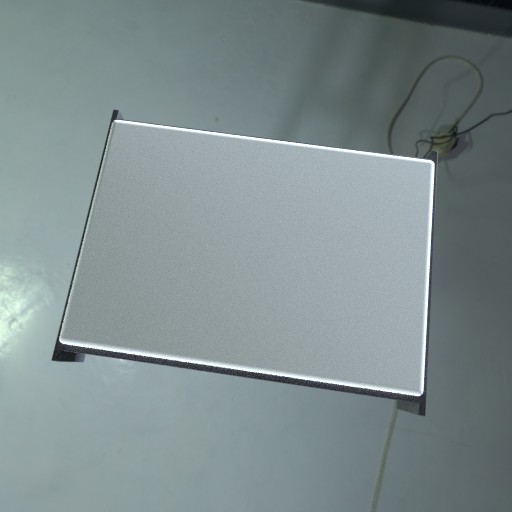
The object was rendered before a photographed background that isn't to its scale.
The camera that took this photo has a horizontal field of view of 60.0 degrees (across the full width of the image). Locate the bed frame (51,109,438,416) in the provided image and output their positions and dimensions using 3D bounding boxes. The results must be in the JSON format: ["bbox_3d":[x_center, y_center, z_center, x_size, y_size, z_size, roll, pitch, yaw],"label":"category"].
[{"bbox_3d":[0.000,0.000,2.602,1.950,0.432,1.490,8,76,2],"label":"bed frame"}]
